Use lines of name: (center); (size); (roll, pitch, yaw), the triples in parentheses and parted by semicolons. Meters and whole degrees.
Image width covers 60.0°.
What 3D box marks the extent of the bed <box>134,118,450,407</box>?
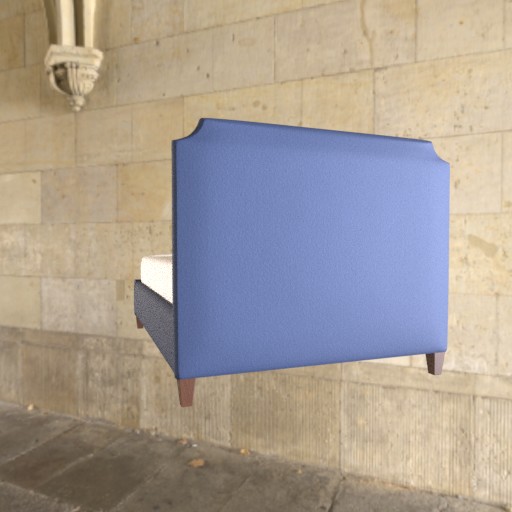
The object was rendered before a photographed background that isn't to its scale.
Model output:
bed: (0.000, 0.000, 3.523); (1.712, 1.443, 2.372); (0, 1, -20)
